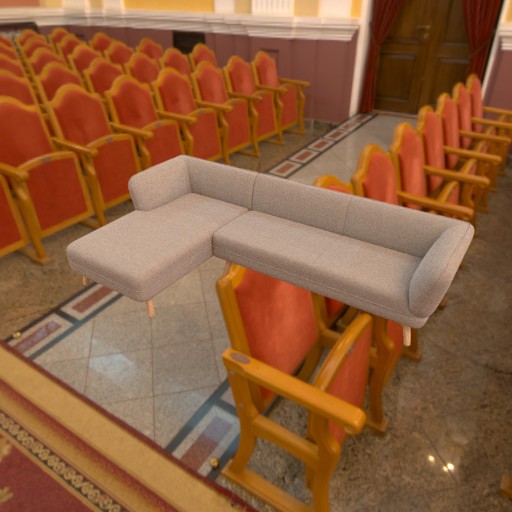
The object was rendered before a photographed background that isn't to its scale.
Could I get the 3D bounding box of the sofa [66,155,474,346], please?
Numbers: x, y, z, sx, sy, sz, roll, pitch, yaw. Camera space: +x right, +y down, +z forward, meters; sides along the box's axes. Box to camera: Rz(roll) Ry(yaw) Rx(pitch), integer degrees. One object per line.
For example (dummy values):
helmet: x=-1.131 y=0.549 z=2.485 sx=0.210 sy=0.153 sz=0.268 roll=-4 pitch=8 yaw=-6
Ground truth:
sofa: x=0.000 y=0.000 z=3.298 sx=2.653 sy=0.693 sz=1.532 roll=19 pitch=36 yaw=28
